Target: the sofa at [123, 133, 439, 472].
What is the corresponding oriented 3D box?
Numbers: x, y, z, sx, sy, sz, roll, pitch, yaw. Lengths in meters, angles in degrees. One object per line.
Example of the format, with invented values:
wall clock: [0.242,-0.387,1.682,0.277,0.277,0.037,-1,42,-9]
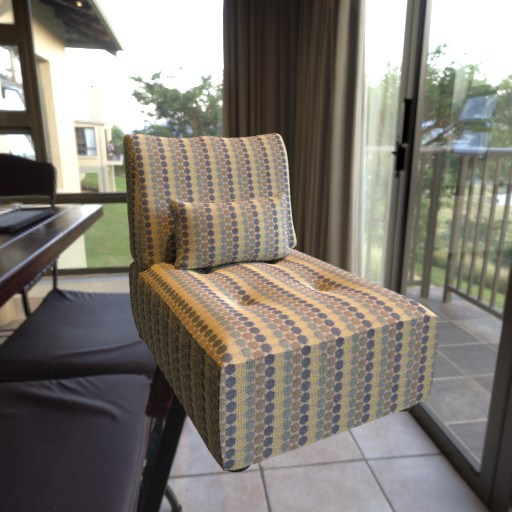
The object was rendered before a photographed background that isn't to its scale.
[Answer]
sofa: [0.000,0.000,1.533,0.700,0.820,1.000,-8,17,-26]
